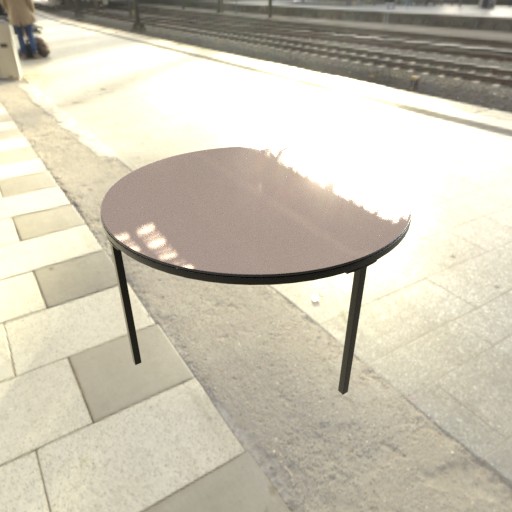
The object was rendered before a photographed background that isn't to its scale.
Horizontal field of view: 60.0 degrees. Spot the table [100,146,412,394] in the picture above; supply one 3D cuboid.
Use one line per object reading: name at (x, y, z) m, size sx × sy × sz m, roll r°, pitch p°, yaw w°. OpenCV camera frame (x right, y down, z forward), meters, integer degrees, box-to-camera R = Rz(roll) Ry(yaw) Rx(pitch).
table at (0.000, 0.000, 1.287) m, size 0.800 × 0.400 × 0.800 m, roll 0°, pitch 31°, yaw 0°
